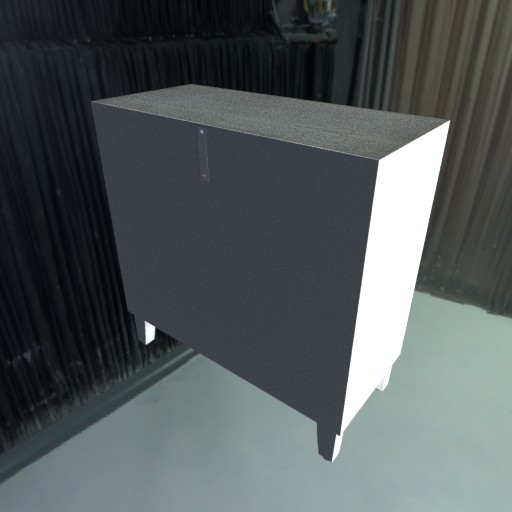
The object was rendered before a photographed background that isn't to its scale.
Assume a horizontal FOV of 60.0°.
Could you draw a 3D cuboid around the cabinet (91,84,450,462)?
[{"bbox_3d":[0.000,0.000,1.231,0.781,0.787,0.370,21,36,33],"label":"cabinet"}]
